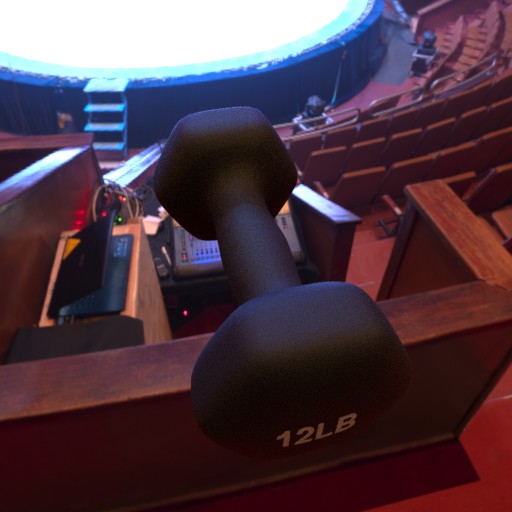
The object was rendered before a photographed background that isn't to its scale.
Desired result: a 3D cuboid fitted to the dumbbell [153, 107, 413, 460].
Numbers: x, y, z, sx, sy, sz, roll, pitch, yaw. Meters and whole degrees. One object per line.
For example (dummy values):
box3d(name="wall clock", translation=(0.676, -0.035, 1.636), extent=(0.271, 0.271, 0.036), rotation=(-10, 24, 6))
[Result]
box3d(name="dumbbell", translation=(0.000, 0.000, 0.281), extent=(0.112, 0.101, 0.231), rotation=(-10, 46, -10))
